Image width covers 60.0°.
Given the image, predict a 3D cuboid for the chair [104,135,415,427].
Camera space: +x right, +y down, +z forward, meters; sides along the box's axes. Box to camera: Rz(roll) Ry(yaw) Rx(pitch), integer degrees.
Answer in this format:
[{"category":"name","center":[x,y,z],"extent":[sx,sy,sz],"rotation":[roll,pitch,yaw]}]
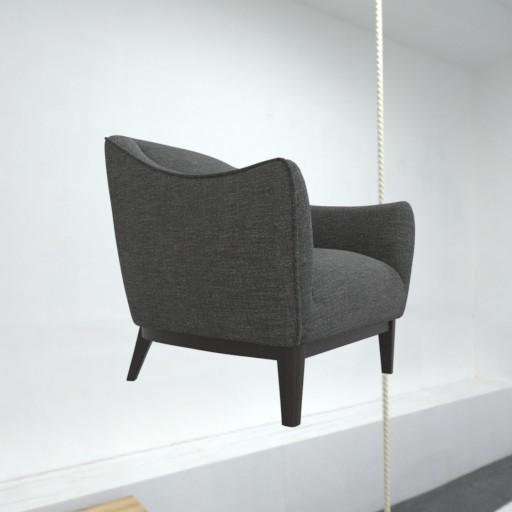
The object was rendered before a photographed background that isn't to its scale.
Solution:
[{"category":"chair","center":[0.000,0.000,1.533],"extent":[0.851,0.829,0.870],"rotation":[-1,-2,37]}]
